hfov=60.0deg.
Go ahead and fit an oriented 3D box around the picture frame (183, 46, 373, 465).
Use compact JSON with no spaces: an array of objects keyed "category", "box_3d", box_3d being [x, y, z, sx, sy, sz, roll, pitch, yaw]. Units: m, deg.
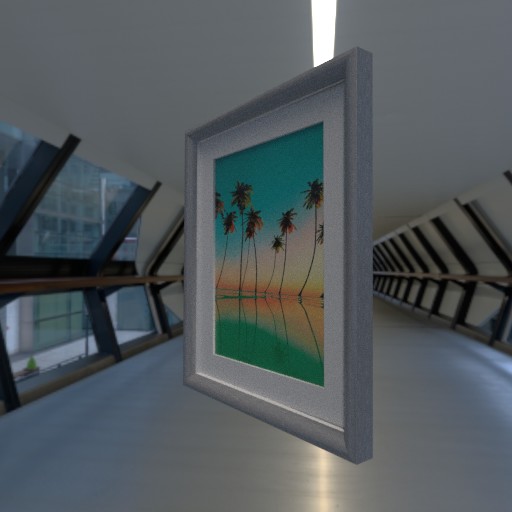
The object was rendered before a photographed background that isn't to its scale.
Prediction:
[{"category":"picture frame","box_3d":[0.000,0.000,0.536,0.027,0.378,0.327,1,-1,-37]}]
